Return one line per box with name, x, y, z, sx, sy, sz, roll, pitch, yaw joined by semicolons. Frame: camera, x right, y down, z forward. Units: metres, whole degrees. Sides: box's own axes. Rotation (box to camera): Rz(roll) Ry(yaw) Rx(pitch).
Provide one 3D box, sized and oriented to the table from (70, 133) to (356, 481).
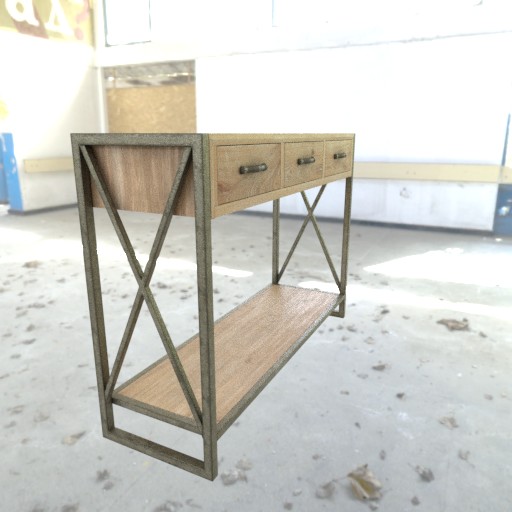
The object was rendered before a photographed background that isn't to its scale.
table;0.000;0.000;1.429;0.361;0.763;1.059;8;17;26
